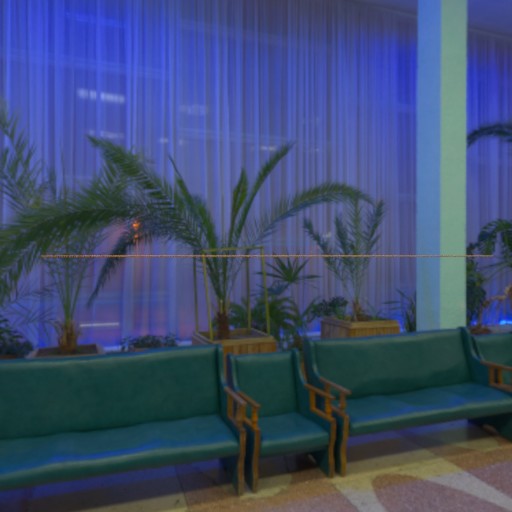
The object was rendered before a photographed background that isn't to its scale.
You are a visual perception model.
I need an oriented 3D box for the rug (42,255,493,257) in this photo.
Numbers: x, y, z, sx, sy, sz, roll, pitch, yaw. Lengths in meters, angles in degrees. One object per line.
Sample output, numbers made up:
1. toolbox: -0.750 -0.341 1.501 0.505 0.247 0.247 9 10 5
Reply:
1. rug: 0.000 0.000 2.844 2.285 0.006 1.524 0 0 -18
